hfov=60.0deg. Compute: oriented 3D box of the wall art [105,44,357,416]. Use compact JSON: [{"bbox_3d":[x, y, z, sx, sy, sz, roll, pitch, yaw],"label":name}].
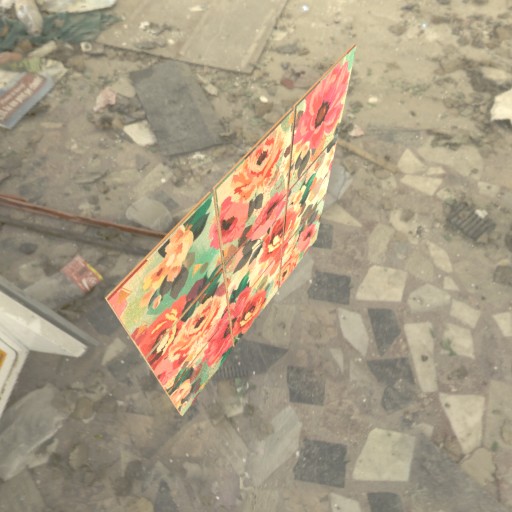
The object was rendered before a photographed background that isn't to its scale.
[{"bbox_3d":[0.000,0.000,1.816,0.013,1.220,1.216,31,63,18],"label":"wall art"}]
